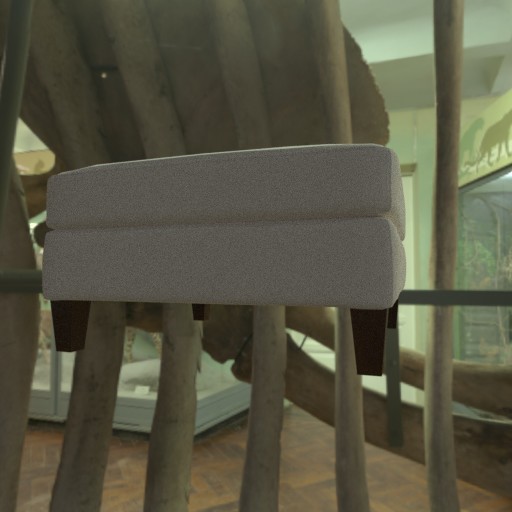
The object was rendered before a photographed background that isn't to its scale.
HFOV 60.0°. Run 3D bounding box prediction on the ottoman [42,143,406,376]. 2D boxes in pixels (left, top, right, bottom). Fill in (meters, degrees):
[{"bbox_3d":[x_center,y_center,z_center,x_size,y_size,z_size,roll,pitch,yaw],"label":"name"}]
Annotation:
[{"bbox_3d":[0.000,0.000,1.318,0.838,0.479,0.838,-1,-2,20],"label":"ottoman"}]
